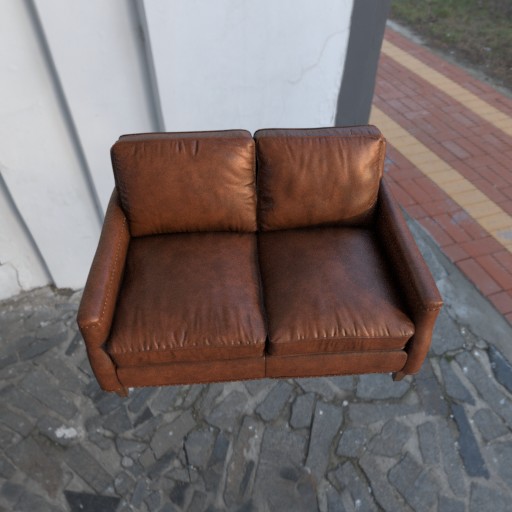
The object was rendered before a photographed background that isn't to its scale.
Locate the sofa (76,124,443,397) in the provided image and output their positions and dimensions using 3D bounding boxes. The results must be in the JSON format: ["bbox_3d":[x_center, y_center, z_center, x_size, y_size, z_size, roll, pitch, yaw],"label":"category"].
[{"bbox_3d":[0.000,0.000,2.306,1.628,1.003,1.083,-3,46,-2],"label":"sofa"}]
